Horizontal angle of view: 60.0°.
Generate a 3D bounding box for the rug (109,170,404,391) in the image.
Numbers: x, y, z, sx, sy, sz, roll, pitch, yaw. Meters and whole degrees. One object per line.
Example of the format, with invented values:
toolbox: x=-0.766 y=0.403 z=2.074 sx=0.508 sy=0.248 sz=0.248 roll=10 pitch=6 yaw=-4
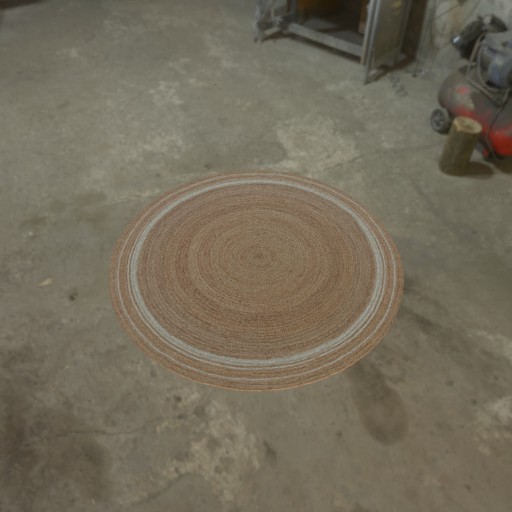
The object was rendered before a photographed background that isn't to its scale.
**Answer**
rug: x=0.000 y=0.000 z=3.765 sx=2.444 sy=0.015 sz=2.444 roll=0 pitch=47 yaw=0
